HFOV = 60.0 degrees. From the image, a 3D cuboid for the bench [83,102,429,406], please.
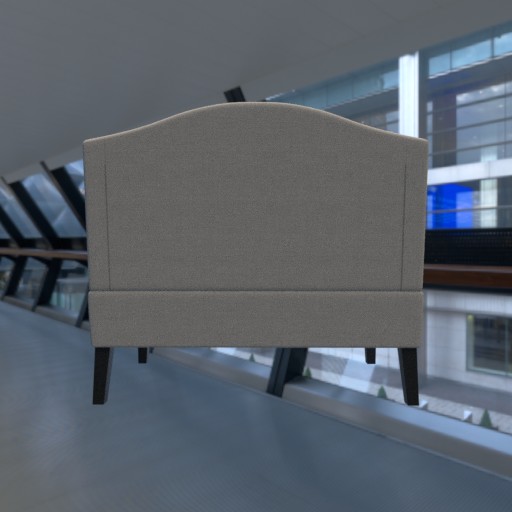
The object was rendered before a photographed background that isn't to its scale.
[{"bbox_3d":[0.000,0.000,2.073,1.335,1.180,0.815,0,0,1],"label":"bench"}]
